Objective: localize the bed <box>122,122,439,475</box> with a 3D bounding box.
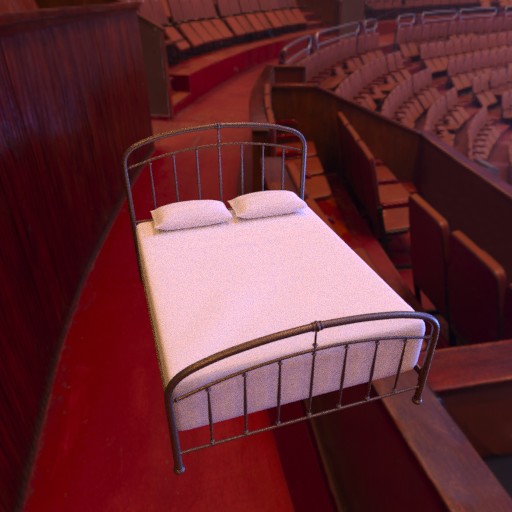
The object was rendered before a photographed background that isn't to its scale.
[{"bbox_3d":[0.000,0.000,3.323,1.711,1.475,2.168,-10,32,-15],"label":"bed"}]
